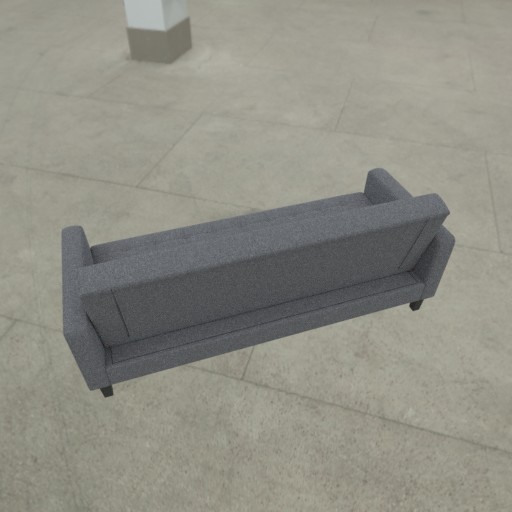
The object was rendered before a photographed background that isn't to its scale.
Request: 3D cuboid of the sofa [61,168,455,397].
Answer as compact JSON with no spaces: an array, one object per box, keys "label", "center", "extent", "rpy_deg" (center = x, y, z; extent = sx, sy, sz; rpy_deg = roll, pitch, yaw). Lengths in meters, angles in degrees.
[{"label":"sofa","center":[0.000,0.000,2.533],"extent":[2.040,0.850,0.810],"rpy_deg":[-13,44,-14]}]
